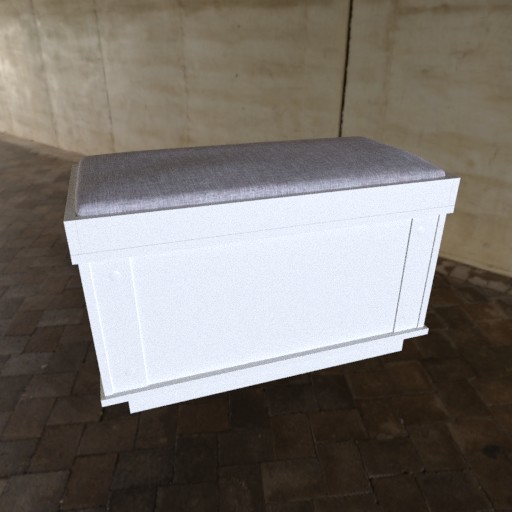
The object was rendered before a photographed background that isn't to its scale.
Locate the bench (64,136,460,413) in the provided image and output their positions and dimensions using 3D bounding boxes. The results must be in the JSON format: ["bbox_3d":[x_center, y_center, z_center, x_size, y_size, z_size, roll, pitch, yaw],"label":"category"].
[{"bbox_3d":[0.000,0.000,1.019,0.734,0.461,0.362,-8,28,-16],"label":"bench"}]
